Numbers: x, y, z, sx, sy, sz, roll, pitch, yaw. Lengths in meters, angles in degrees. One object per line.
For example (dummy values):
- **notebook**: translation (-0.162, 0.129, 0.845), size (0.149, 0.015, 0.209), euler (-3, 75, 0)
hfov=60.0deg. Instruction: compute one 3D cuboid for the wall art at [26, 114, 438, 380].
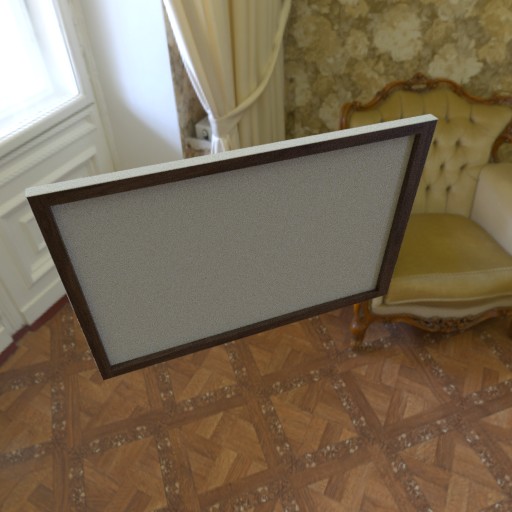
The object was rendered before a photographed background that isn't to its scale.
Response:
- **wall art**: translation (0.000, 0.000, 1.908), size (1.520, 1.016, 0.051), euler (-14, 44, -15)
